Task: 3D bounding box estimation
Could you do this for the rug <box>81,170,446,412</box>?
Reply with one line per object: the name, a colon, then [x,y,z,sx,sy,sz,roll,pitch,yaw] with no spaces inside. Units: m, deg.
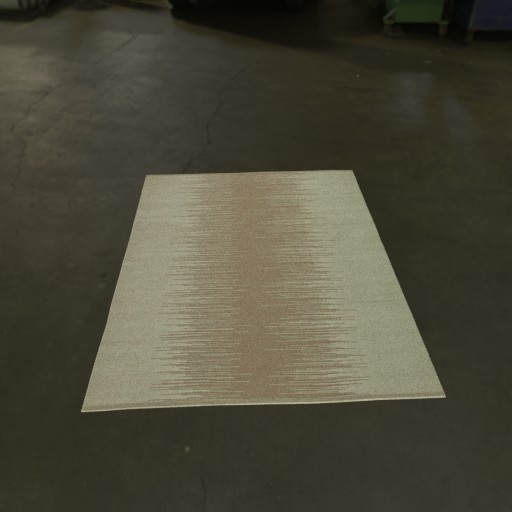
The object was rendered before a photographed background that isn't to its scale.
rug: [0.000,0.000,4.109,2.438,0.013,3.048,-2,41,-2]
